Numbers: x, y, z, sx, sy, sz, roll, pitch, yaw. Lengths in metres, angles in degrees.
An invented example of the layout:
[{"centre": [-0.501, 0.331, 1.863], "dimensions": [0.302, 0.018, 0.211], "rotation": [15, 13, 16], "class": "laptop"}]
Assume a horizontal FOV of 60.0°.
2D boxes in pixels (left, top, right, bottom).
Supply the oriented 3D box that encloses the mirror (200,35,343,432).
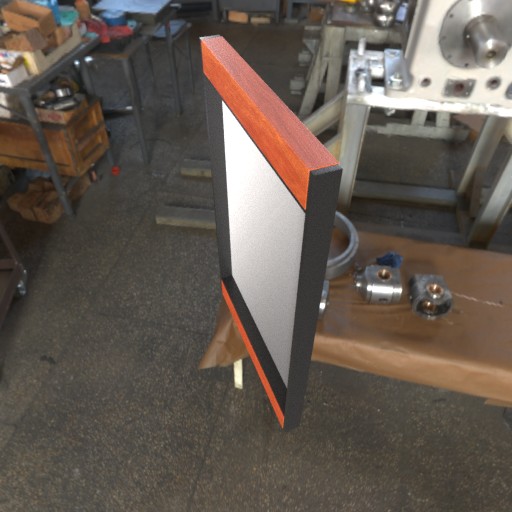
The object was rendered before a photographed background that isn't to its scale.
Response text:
[{"centre": [0.000, 0.000, 1.054], "dimensions": [0.047, 0.823, 0.525], "rotation": [-16, 48, -15], "class": "mirror"}]
